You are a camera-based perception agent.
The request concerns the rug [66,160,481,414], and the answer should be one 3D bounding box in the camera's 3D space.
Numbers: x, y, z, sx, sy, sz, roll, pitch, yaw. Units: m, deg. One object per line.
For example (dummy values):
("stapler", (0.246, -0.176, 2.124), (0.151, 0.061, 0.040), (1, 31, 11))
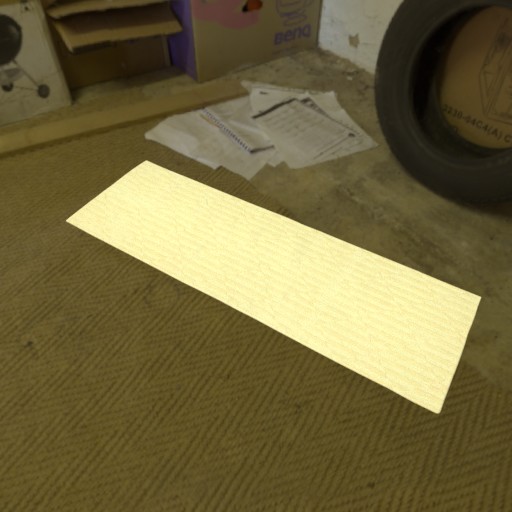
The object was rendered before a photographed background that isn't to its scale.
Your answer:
("rug", (0.000, 0.000, 2.665), (2.450, 0.014, 0.793), (25, 52, 21))
